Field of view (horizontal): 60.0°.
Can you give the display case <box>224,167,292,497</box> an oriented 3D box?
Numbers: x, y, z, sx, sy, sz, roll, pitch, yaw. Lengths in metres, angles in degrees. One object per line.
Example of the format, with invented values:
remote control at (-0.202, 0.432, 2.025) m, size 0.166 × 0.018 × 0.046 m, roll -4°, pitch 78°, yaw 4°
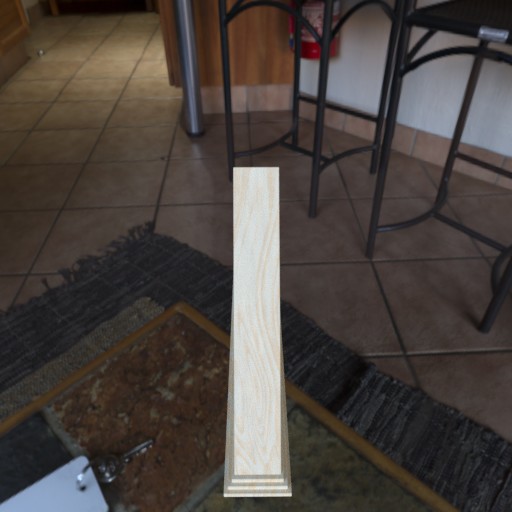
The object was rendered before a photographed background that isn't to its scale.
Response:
display case at (0.000, 0.000, 0.753) m, size 0.095 × 0.340 × 0.640 m, roll 0°, pitch 41°, yaw 0°
